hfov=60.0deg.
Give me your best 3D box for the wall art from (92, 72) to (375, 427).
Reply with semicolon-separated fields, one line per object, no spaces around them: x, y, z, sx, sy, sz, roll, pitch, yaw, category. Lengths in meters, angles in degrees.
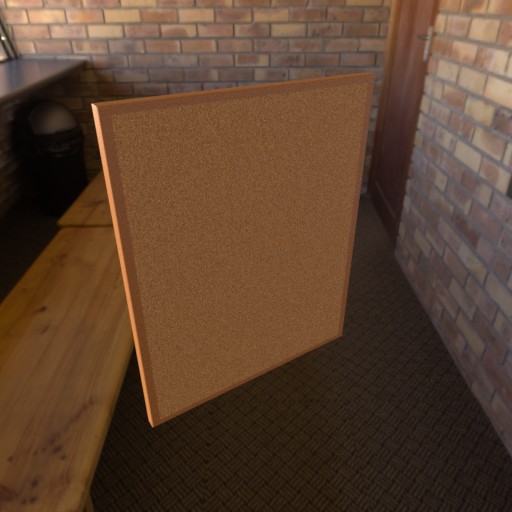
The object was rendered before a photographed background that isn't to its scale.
0.000;0.000;0.522;0.310;0.379;0.015;-18;35;-28;wall art
